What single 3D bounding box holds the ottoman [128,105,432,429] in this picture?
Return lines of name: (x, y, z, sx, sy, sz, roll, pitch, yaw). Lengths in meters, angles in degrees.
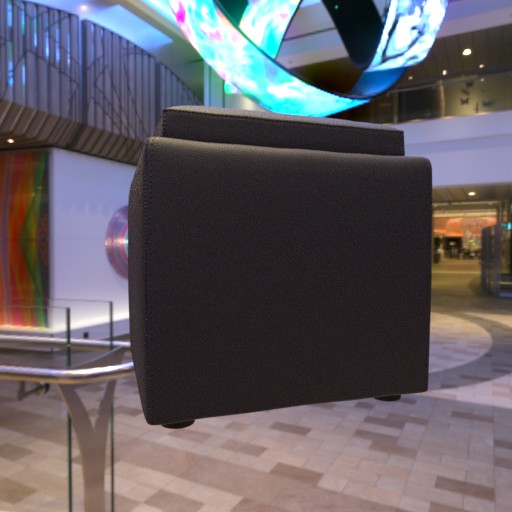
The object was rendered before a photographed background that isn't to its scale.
ottoman: (0.000, 0.000, 0.832, 0.451, 0.460, 0.450, 0, 1, -18)
